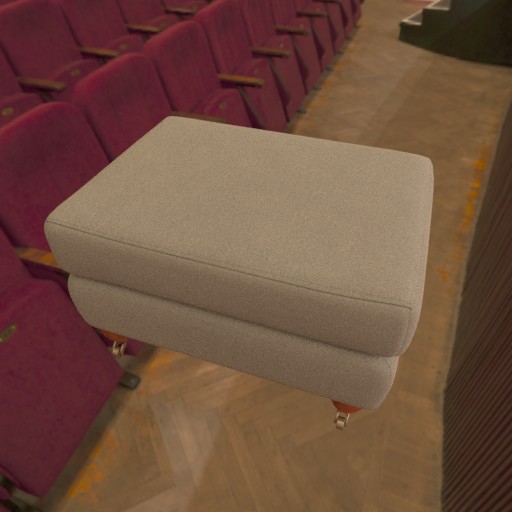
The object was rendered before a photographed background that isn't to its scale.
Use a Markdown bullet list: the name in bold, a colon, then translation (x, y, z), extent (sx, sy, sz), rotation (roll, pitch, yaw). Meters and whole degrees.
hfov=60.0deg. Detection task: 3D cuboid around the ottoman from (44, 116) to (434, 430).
- **ottoman**: translation (0.000, 0.000, 1.135), extent (0.773, 0.499, 0.569), rotation (13, 43, 14)
